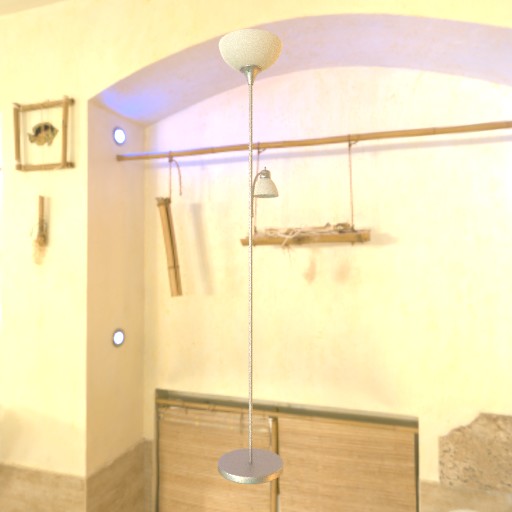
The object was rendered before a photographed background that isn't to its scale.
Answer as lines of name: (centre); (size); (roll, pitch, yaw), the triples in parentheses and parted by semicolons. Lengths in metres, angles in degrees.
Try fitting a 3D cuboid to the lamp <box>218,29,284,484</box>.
lamp: (0.000, 0.000, 1.962); (0.279, 1.804, 0.425); (0, -1, 17)
